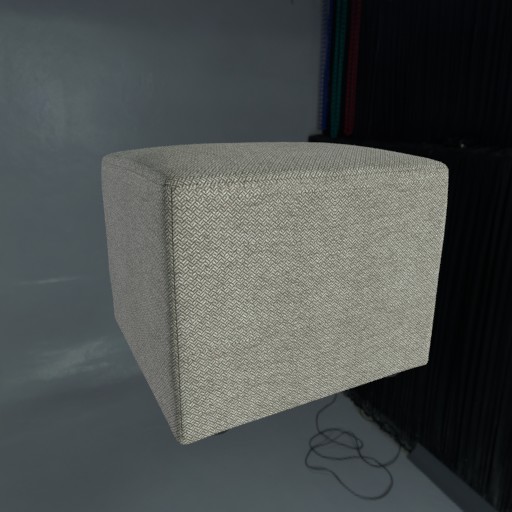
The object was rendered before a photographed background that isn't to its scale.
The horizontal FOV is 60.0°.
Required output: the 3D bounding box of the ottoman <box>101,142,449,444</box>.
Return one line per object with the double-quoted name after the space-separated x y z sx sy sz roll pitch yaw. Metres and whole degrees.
0.000 0.000 0.917 0.519 0.453 0.512 -9 19 -26 "ottoman"
